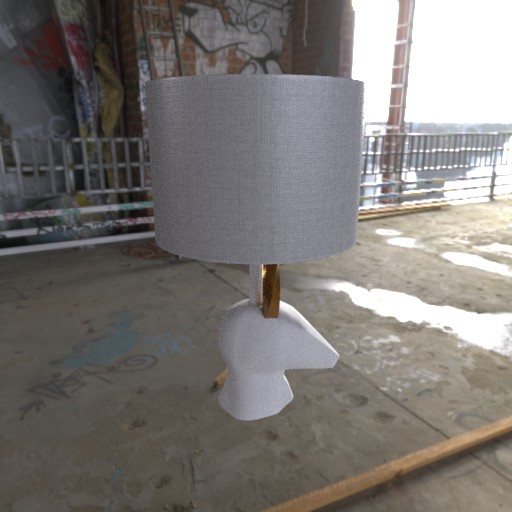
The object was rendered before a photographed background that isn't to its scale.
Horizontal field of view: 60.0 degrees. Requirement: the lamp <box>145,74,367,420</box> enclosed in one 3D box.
[{"bbox_3d":[0.000,0.000,0.682,0.298,0.503,0.298,-3,17,-9],"label":"lamp"}]
